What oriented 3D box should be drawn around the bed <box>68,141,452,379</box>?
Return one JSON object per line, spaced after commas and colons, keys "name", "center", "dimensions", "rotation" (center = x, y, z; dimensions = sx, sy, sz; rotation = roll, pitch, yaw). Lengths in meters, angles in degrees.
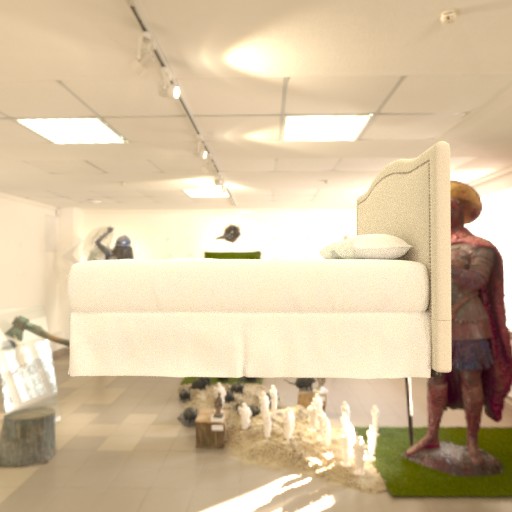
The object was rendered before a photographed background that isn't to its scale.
{"name": "bed", "center": [0.000, 0.000, 3.465], "dimensions": [2.182, 1.421, 2.083], "rotation": [0, -1, 1]}
